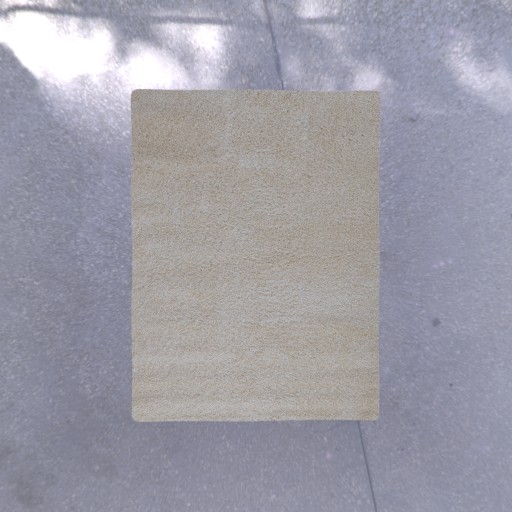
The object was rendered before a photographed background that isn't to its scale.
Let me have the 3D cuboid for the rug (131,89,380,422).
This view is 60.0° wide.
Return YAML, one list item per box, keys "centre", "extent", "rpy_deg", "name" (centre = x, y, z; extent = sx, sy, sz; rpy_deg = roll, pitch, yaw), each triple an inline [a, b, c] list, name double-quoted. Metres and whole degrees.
- centre: [0.000, 0.000, 2.147]
  extent: [1.199, 0.025, 1.600]
  rpy_deg: [0, 91, -1]
  name: "rug"
